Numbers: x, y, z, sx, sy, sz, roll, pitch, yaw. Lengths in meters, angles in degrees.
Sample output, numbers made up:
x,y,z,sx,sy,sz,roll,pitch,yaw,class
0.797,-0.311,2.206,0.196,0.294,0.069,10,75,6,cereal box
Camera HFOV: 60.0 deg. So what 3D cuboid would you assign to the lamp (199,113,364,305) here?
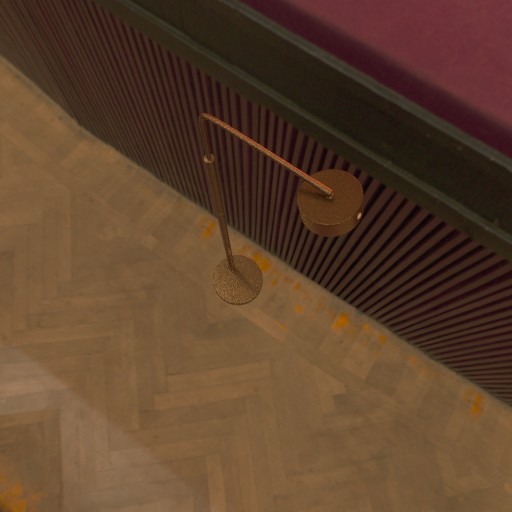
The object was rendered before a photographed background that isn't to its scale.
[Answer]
x,y,z,sx,sy,sz,roll,pitch,yaw,class
0.000,0.000,1.377,0.418,1.230,0.219,35,77,9,lamp
